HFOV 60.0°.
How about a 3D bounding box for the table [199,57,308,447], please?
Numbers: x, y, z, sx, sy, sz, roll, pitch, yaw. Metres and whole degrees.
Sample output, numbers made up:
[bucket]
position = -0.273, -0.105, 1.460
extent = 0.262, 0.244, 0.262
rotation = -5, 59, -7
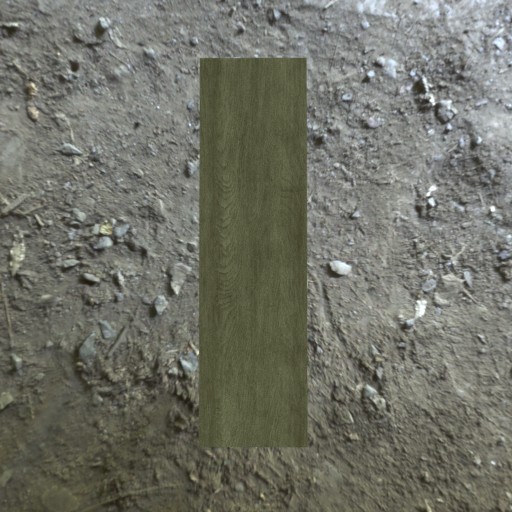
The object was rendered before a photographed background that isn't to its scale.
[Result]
[table]
position = 0.000, 0.000, 1.594
extent = 0.256, 1.135, 0.902
rotation = 0, 89, 0
